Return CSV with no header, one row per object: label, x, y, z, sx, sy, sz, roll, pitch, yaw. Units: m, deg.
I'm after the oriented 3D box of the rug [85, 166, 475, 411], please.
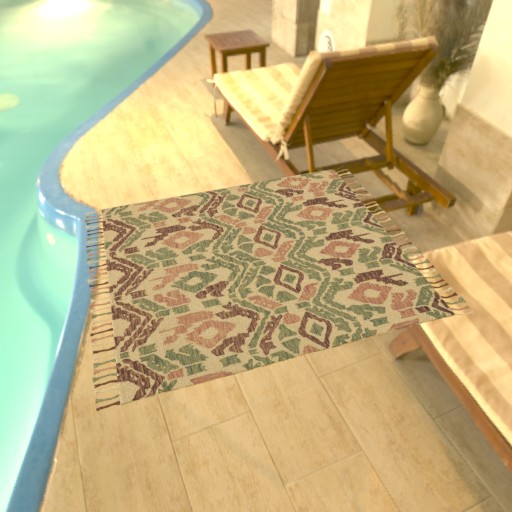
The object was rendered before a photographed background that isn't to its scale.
rug,0.000,0.000,4.175,3.048,0.010,2.438,-12,44,-13
